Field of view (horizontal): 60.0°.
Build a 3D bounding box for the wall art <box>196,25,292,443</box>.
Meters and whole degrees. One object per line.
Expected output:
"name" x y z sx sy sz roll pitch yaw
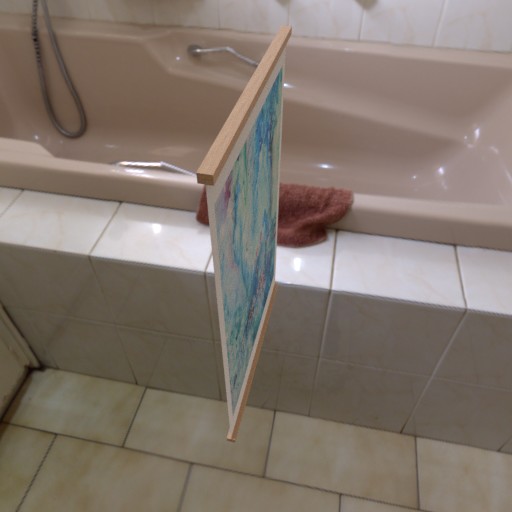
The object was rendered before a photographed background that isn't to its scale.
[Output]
"wall art" 0.000 0.000 0.636 0.013 0.510 0.335 10 46 9
